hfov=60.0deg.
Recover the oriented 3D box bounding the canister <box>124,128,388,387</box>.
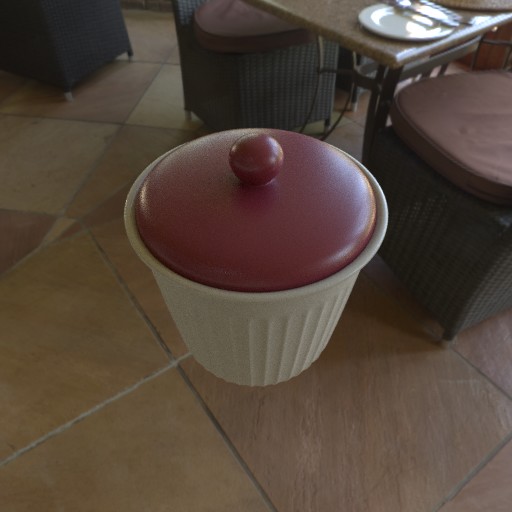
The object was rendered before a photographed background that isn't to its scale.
[{"bbox_3d":[0.000,0.000,0.352,0.181,0.211,0.181,0,46,0],"label":"canister"}]
